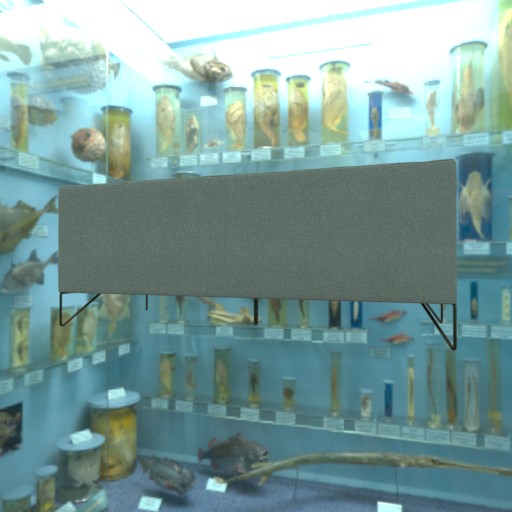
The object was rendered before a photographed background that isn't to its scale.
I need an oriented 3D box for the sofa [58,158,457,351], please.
[{"bbox_3d":[0.000,0.000,2.568,2.079,0.798,0.912,0,-1,19],"label":"sofa"}]
